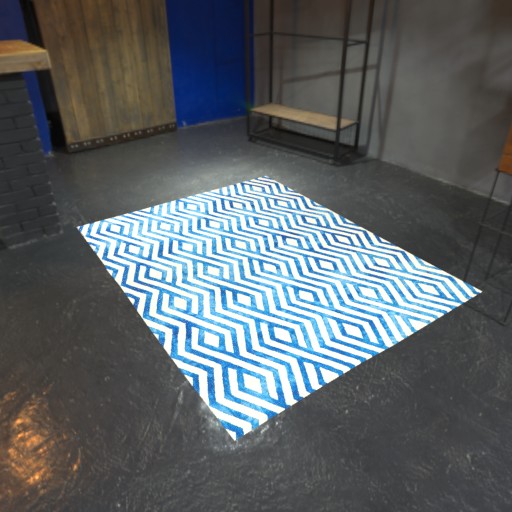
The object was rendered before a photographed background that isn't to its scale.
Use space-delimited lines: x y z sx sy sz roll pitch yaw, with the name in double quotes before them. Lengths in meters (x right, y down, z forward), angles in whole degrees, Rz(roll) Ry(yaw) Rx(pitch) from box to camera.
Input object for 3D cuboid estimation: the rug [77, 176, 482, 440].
"rug" 0.000 0.000 4.154 2.453 0.008 3.059 -20 38 -29
